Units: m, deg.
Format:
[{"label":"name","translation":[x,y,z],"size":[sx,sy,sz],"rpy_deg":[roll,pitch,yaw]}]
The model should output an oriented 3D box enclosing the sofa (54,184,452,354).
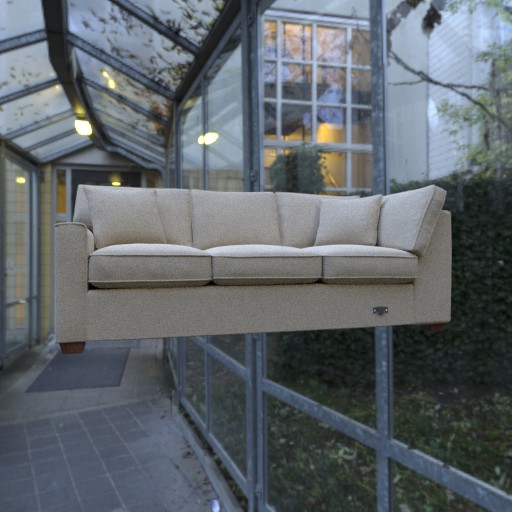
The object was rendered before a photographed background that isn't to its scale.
[{"label":"sofa","translation":[0.000,0.000,2.910],"size":[2.317,0.962,1.061],"rpy_deg":[0,0,-17]}]
